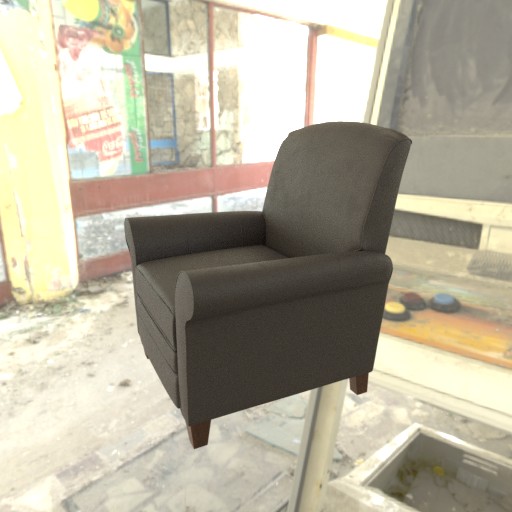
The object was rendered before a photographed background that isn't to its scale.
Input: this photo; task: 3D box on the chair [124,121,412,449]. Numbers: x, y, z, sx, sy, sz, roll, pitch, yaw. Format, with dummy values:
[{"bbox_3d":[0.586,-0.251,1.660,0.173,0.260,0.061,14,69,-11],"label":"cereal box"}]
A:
[{"bbox_3d":[0.000,0.000,1.822,0.902,1.061,0.978,-8,19,-25],"label":"chair"}]
